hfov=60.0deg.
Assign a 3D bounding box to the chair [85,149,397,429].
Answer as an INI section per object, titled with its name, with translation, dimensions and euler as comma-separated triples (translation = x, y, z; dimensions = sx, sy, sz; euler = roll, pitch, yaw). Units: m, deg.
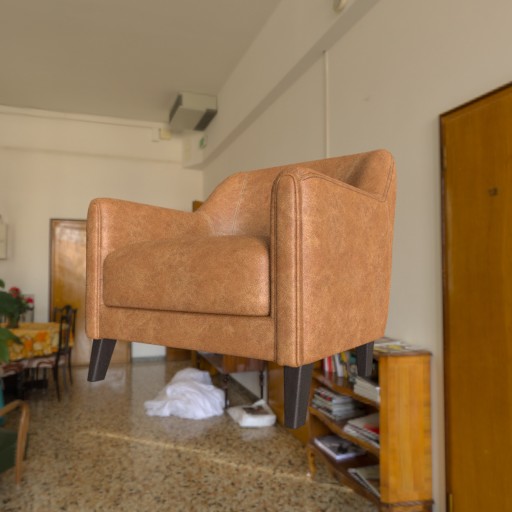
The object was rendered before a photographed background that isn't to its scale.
[chair]
translation = 0.000, 0.000, 1.860
dimensions = 1.037, 0.980, 1.034
euler = -1, -3, 35
